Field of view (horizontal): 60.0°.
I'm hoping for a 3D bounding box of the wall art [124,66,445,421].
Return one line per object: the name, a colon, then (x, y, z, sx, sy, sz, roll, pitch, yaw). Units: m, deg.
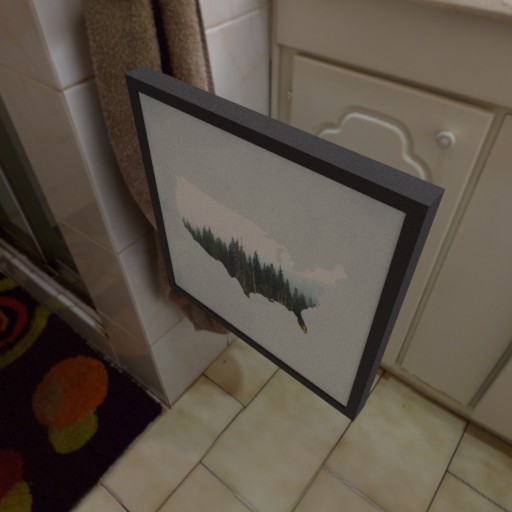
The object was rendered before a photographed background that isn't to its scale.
wall art: (0.000, 0.000, 0.769, 0.509, 0.509, 0.040, 31, 53, 27)
